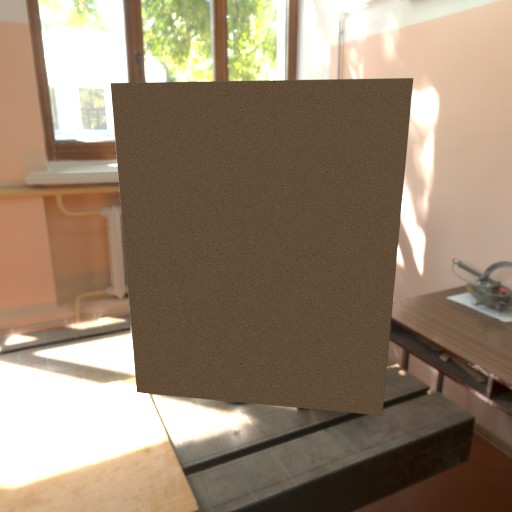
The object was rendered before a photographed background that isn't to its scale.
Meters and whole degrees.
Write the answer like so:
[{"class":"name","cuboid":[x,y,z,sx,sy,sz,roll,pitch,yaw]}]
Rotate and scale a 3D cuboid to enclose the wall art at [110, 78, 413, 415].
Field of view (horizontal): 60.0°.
[{"class":"wall art","cuboid":[0.000,0.000,0.748,0.452,0.549,0.038,2,16,9]}]
